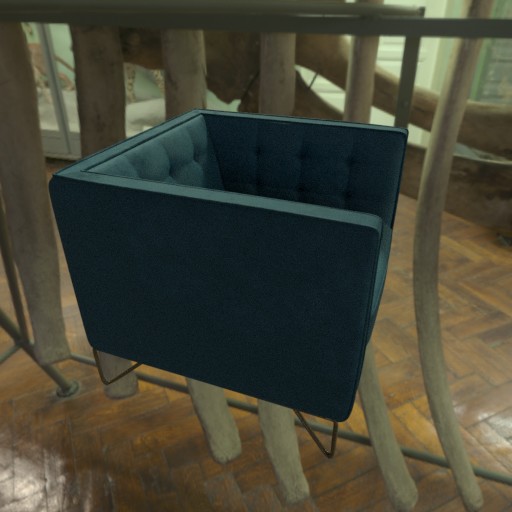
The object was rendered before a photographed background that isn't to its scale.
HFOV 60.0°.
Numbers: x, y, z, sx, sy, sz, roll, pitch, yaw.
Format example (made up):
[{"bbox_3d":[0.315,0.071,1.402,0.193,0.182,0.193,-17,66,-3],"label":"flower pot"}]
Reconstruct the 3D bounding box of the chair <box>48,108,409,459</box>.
[{"bbox_3d":[0.000,0.000,1.572,0.894,0.790,0.880,11,32,17],"label":"chair"}]
